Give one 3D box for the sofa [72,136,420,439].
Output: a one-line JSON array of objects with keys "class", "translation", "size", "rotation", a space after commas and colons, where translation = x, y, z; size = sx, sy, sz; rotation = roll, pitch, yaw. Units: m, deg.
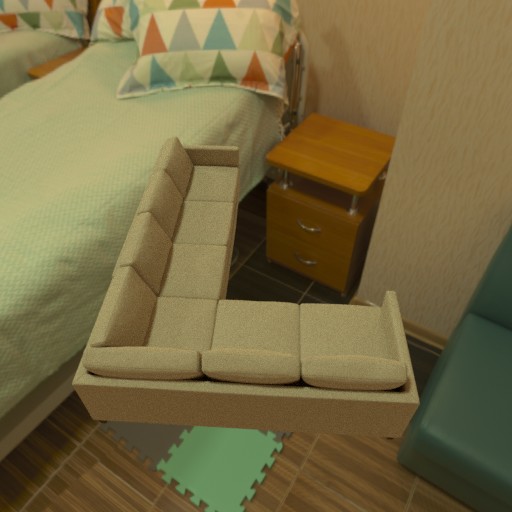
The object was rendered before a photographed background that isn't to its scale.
[{"class": "sofa", "translation": [0.000, 0.000, 4.329], "size": [2.432, 0.863, 3.182], "rotation": [2, 45, 2]}]
